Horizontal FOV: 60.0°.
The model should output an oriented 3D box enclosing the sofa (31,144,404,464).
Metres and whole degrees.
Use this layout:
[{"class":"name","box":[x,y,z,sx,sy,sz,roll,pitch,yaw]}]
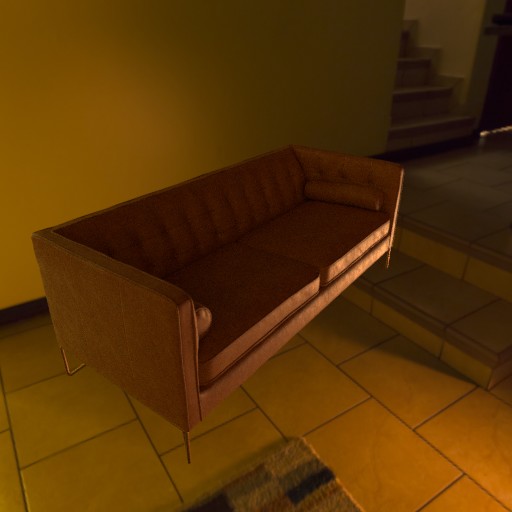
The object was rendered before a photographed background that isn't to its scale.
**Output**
[{"class":"sofa","box":[0.000,0.000,2.570,0.912,0.798,2.079,19,33,32]}]
